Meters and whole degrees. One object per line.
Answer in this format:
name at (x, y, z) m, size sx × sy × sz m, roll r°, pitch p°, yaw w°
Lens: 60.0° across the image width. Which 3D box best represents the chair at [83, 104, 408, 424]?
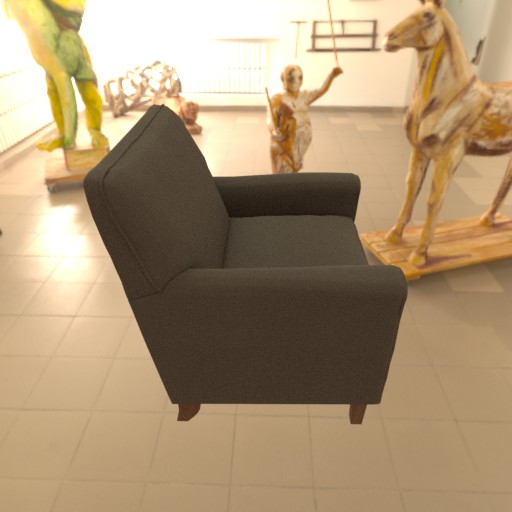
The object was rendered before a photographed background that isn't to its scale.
chair at (0.000, 0.000, 1.613) m, size 0.831 × 0.911 × 0.836 m, roll 1°, pitch 32°, yaw 1°
